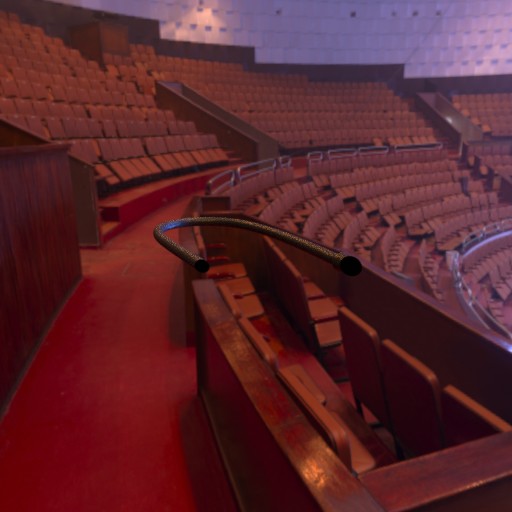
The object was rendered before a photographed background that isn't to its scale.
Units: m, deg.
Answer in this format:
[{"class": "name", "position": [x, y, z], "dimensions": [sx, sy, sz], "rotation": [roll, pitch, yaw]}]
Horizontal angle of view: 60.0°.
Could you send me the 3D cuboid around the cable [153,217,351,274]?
[{"class": "cable", "position": [0.000, 0.000, 0.108], "dimensions": [0.041, 0.005, 0.098], "rotation": [-8, 17, -26]}]
